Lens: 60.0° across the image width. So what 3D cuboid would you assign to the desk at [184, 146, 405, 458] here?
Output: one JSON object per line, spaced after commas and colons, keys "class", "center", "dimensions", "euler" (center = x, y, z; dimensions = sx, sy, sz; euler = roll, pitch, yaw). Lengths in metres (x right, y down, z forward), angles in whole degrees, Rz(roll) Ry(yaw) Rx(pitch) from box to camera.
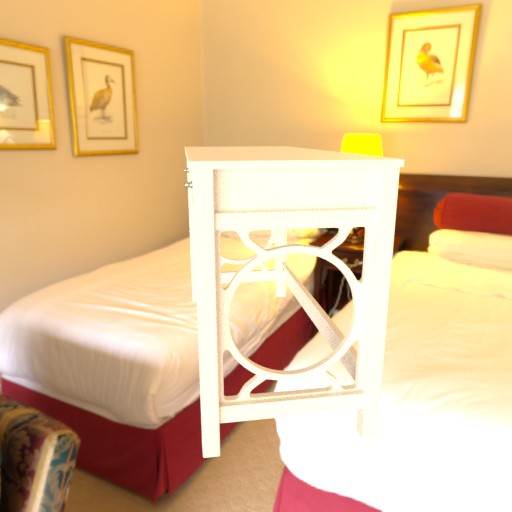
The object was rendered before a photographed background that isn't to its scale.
{"class": "desk", "center": [0.000, 0.000, 1.651], "dimensions": [0.504, 0.762, 1.191], "euler": [-2, 15, -9]}
